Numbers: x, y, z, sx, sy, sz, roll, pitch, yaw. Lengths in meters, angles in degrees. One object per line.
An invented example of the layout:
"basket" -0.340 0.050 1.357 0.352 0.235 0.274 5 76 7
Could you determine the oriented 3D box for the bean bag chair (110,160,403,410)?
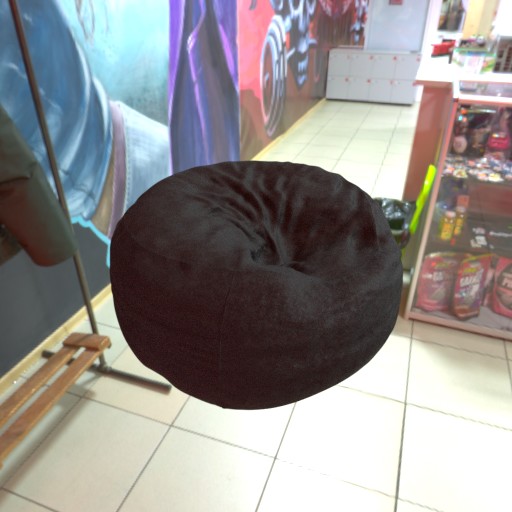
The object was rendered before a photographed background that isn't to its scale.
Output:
"bean bag chair" 0.000 0.000 2.384 1.525 0.751 1.525 0 31 0
